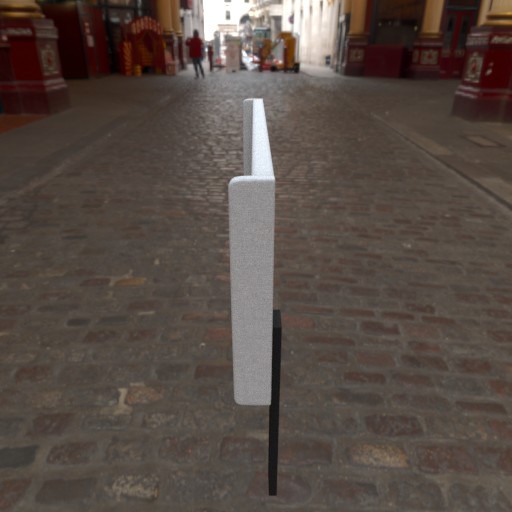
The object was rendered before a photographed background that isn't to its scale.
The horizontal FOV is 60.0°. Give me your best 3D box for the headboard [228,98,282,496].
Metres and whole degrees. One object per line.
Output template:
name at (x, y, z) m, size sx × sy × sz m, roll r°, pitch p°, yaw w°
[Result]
headboard at (0.000, 0.000, 2.606) m, size 0.184 × 1.524 × 2.051 m, roll 0°, pitch 26°, yaw 0°
